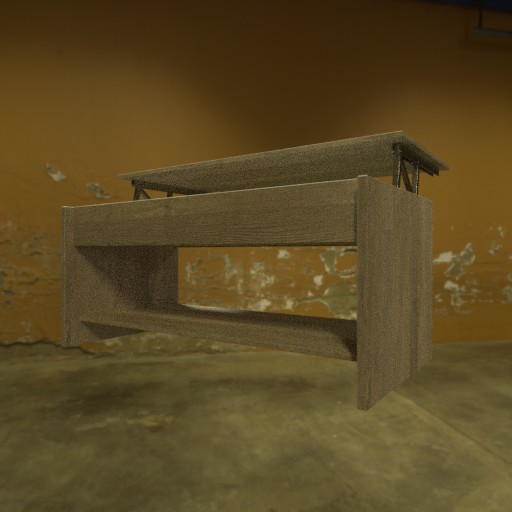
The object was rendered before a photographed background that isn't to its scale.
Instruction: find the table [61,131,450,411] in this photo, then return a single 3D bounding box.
[{"bbox_3d":[0.000,0.000,1.400,1.000,0.570,0.712,0,1,35],"label":"table"}]
